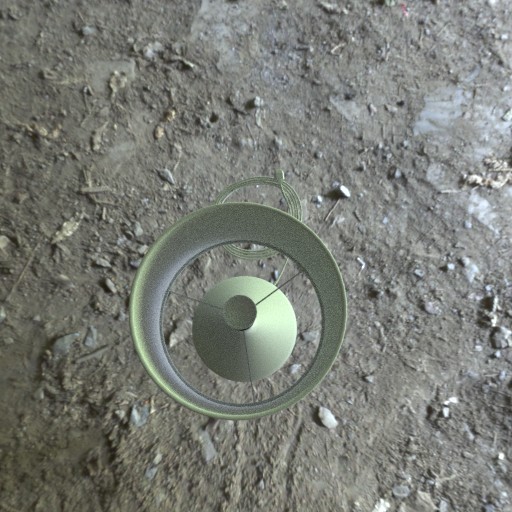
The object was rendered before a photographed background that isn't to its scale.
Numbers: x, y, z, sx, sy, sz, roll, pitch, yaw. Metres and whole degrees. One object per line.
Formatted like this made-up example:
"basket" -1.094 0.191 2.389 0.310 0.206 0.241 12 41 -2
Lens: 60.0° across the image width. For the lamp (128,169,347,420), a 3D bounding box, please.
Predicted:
"lamp" 0.000 0.000 0.868 0.401 0.457 0.546 32 78 8
